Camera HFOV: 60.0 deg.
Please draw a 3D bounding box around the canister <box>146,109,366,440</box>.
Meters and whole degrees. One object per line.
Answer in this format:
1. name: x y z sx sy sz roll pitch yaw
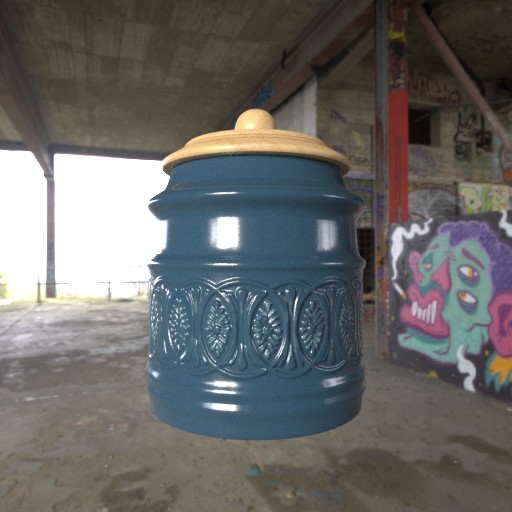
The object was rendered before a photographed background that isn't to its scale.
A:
1. canister: 0.000 0.000 0.269 0.130 0.176 0.130 0 0 0
